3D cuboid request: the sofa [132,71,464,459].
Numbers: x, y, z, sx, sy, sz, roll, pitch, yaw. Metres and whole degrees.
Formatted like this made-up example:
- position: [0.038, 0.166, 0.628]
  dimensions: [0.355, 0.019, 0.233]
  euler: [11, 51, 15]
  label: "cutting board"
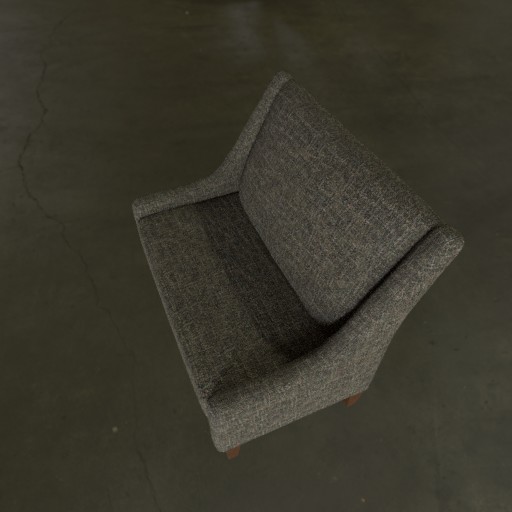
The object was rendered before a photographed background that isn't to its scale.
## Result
- position: [0.000, 0.000, 1.943]
  dimensions: [0.870, 1.021, 1.242]
  euler: [-18, 50, -16]
  label: "sofa"
